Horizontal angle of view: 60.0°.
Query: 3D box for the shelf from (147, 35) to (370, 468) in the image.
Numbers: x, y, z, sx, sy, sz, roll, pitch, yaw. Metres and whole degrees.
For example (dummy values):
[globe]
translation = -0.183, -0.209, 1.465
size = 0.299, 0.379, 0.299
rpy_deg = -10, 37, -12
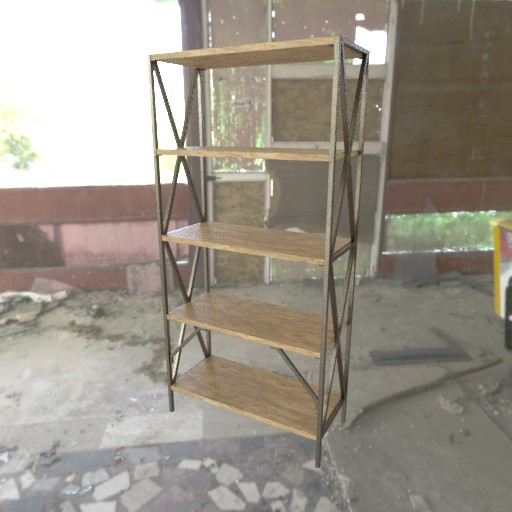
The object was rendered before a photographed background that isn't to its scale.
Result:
[shelf]
translation = 0.000, 0.000, 2.141
size = 0.874, 1.803, 0.386
rpy_deg = 9, 19, 28
